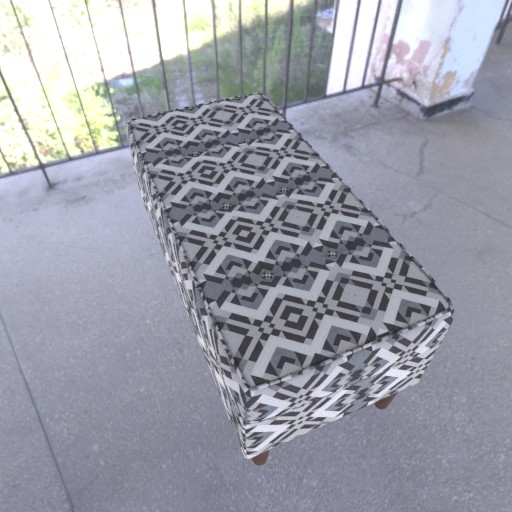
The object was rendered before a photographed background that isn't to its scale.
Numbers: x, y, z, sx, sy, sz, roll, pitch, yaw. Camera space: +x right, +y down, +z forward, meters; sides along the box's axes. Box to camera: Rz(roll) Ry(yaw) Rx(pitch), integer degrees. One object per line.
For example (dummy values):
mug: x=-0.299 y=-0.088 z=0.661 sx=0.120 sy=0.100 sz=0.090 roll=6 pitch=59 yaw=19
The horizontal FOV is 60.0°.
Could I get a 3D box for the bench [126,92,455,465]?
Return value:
bench: x=0.000 y=0.000 z=1.312 sx=0.492 sy=0.477 sz=1.016 roll=-18 pitch=50 yaw=-16
